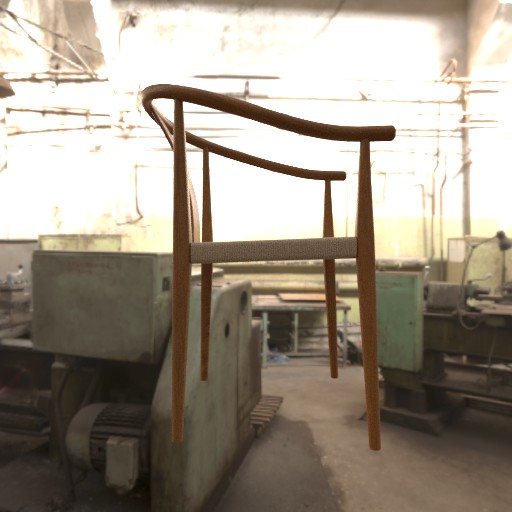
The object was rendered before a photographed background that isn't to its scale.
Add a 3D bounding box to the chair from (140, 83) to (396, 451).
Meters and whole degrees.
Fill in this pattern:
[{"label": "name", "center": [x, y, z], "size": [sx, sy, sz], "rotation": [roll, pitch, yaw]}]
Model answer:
[{"label": "chair", "center": [0.000, 0.000, 1.177], "size": [0.579, 0.800, 0.556], "rotation": [0, 1, 1]}]
